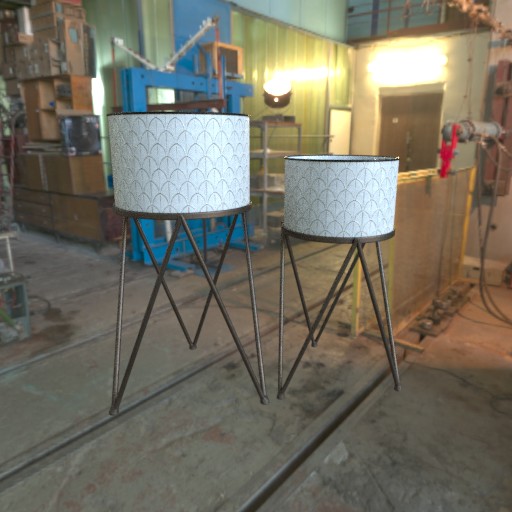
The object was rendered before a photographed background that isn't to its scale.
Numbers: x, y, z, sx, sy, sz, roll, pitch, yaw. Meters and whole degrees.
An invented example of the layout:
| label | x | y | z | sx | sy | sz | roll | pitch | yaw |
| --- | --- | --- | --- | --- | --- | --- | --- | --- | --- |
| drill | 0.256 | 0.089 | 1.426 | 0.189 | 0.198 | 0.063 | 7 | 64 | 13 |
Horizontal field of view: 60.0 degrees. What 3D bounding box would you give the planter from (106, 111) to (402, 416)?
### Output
| label | x | y | z | sx | sy | sz | roll | pitch | yaw |
| --- | --- | --- | --- | --- | --- | --- | --- | --- | --- |
| planter | 0.000 | 0.000 | 1.182 | 0.769 | 0.712 | 0.413 | -2 | 15 | -7 |
